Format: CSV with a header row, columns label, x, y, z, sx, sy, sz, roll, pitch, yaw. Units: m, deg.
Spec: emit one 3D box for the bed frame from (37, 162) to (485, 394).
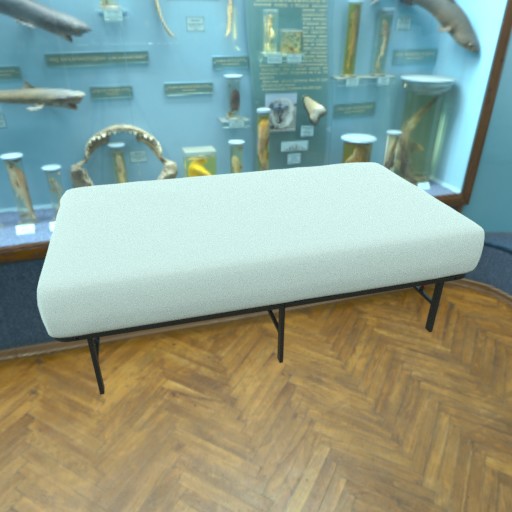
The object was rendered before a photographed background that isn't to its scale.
label,x,y,z,sx,sy,sz,roll,pitch,yaw
bed frame,0.000,0.000,2.318,1.908,0.640,1.025,-8,30,-13
